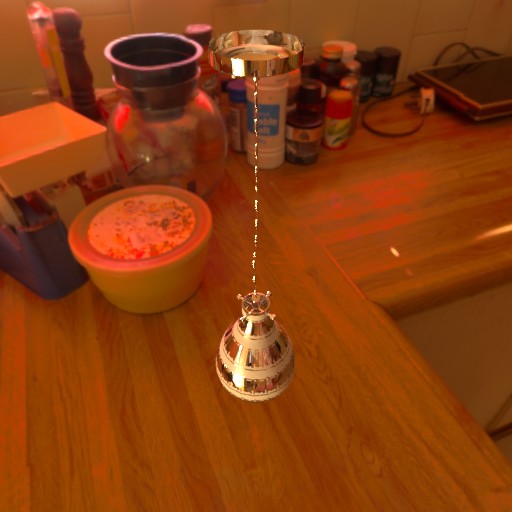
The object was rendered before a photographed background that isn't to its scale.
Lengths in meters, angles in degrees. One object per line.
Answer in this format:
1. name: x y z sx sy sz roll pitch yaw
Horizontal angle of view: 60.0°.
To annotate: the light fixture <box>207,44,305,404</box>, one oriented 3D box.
1. light fixture: 0.000 0.000 1.619 0.374 1.457 0.374 28 49 27
